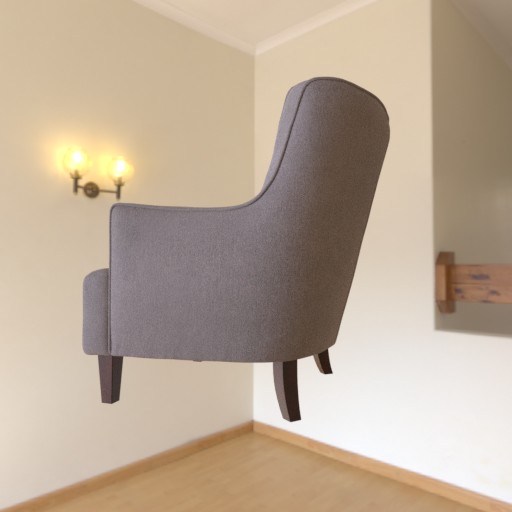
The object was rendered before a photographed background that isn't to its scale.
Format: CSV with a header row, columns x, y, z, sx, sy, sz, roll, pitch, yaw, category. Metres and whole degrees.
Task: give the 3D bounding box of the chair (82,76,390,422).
x,y,z,sx,sy,sz,roll,pitch,yaw,category
0.000,0.000,1.565,0.910,0.919,0.781,0,-1,19,chair
